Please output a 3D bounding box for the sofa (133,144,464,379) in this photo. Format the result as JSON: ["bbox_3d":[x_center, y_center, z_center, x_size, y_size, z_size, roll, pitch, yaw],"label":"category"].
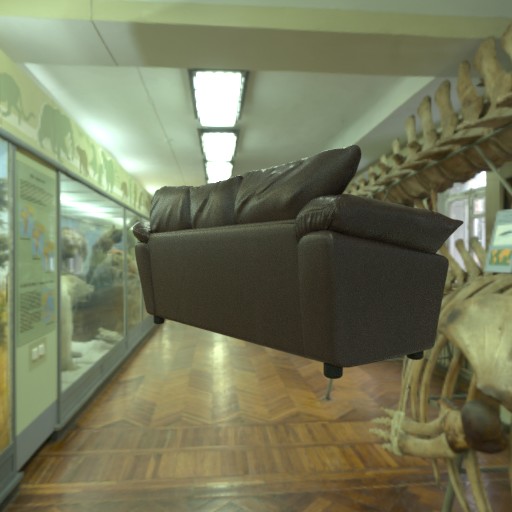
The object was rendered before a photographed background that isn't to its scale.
[{"bbox_3d":[0.000,0.000,2.948,0.907,1.091,2.390,0,0,-36],"label":"sofa"}]
